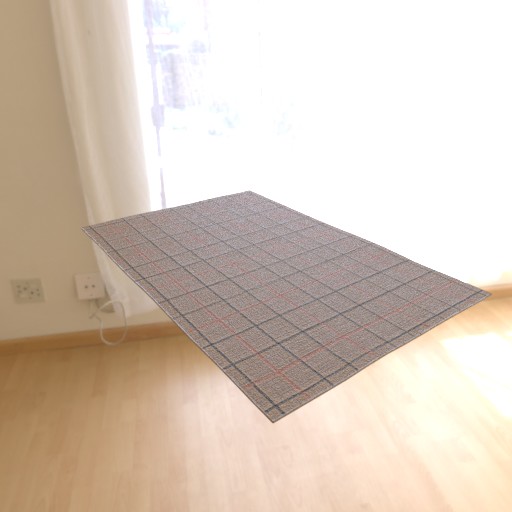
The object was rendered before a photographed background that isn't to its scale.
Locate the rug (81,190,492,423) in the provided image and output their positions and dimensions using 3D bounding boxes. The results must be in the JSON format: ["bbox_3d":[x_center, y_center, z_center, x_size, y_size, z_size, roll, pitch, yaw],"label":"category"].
[{"bbox_3d":[0.000,0.000,2.275,1.220,0.013,1.829,-18,31,-32],"label":"rug"}]
